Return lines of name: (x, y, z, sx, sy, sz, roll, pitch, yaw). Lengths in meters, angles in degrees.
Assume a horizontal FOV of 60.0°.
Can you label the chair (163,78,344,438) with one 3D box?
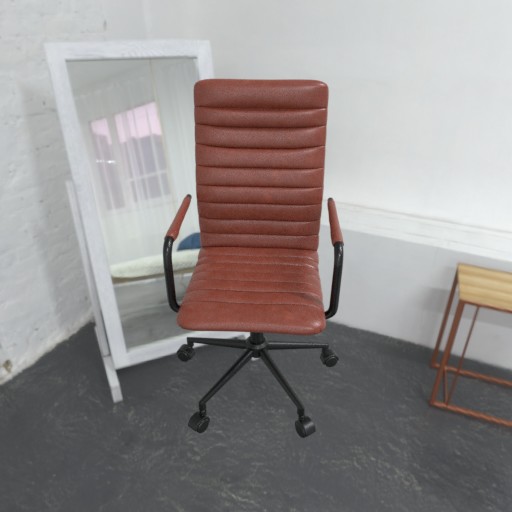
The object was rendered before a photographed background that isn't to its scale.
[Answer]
chair: (0.000, 0.000, 1.382, 0.608, 0.979, 0.580, 2, 29, 3)
